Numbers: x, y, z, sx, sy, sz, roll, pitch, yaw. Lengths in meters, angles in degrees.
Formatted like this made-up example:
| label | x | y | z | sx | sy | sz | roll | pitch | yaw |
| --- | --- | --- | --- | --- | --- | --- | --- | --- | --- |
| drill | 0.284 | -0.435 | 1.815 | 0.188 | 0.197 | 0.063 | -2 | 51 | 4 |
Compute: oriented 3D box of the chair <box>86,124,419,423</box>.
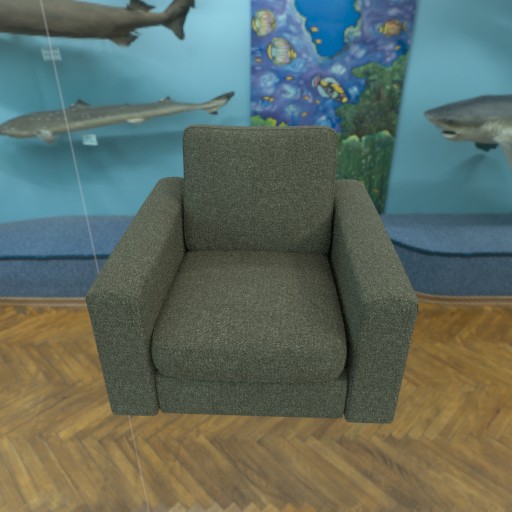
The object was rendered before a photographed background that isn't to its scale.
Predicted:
| label | x | y | z | sx | sy | sz | roll | pitch | yaw |
| --- | --- | --- | --- | --- | --- | --- | --- | --- | --- |
| chair | 0.000 | 0.000 | 1.768 | 1.005 | 0.873 | 1.016 | 1 | 30 | 2 |
